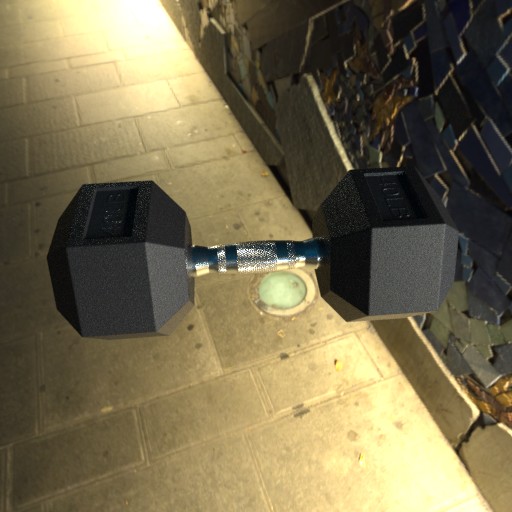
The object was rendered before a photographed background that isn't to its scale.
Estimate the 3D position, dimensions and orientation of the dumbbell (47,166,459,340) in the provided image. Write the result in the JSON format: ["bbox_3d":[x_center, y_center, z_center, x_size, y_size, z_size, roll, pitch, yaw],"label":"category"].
[{"bbox_3d":[0.000,0.000,0.433,0.361,0.137,0.157,-4,48,-3],"label":"dumbbell"}]
